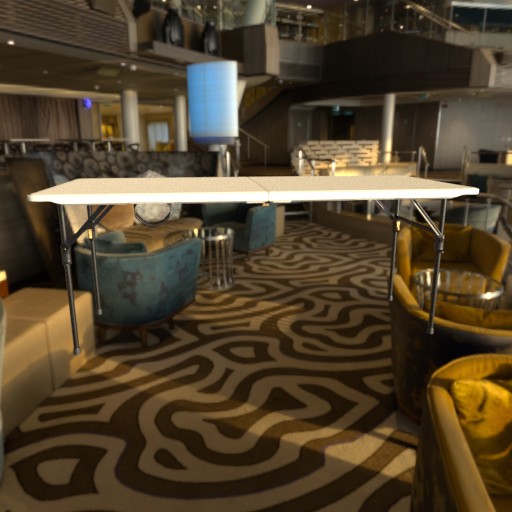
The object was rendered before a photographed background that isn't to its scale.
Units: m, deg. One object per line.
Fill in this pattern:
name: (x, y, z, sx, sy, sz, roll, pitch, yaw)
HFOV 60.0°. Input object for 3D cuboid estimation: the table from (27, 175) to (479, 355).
table: (0.000, 0.000, 2.201, 1.829, 0.719, 0.761, -2, 15, -7)
